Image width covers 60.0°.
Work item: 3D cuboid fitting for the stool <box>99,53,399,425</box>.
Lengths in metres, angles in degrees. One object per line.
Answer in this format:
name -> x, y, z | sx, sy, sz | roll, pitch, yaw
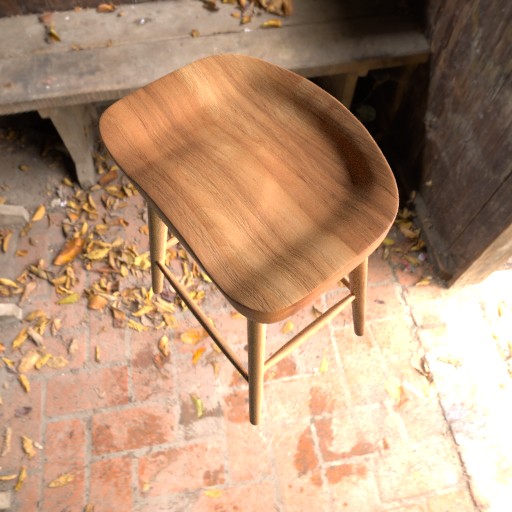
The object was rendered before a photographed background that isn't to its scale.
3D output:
stool -> 0.000, 0.000, 0.869 | 0.361, 0.615, 0.440 | -35, 68, -17
